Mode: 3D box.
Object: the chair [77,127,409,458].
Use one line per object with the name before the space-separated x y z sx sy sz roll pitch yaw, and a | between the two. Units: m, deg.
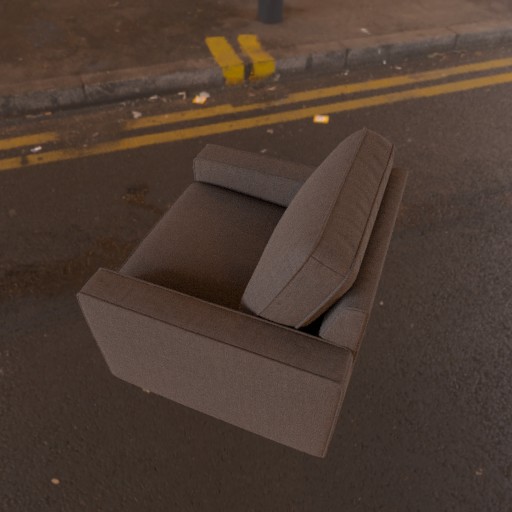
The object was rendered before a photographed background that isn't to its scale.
chair | 0.000 0.000 1.749 0.940 0.919 1.017 16 48 15
